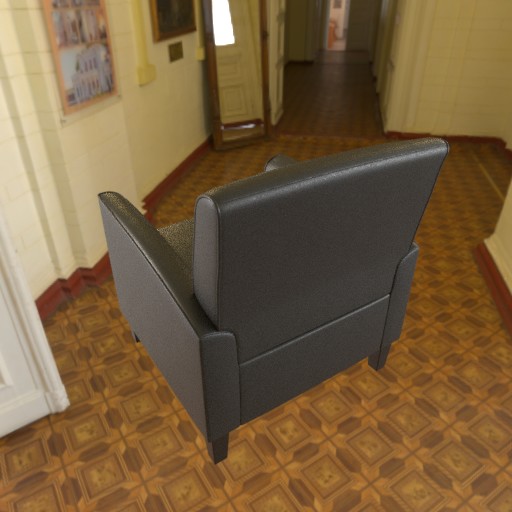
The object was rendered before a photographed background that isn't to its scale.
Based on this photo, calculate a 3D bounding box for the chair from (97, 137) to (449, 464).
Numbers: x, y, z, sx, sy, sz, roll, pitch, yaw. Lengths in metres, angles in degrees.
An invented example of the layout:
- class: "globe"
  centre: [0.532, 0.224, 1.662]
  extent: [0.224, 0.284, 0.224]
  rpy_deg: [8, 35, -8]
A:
- class: "chair"
  centre: [0.000, 0.000, 1.544]
  extent: [0.820, 0.916, 0.819]
  rpy_deg: [-19, 36, -28]
